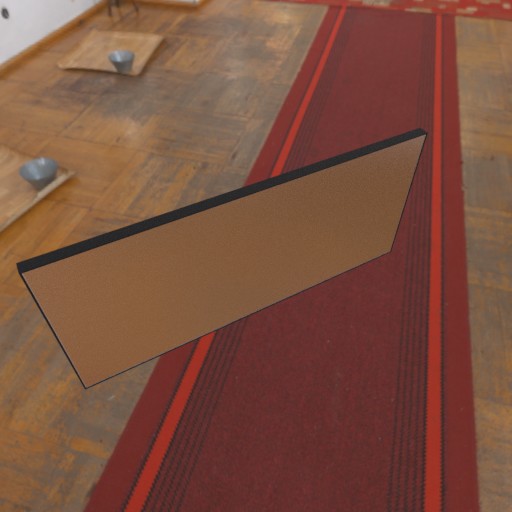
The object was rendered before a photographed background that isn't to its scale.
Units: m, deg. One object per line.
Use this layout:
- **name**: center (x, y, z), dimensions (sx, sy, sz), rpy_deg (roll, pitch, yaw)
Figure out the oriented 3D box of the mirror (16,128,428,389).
- **mirror**: center (0.000, 0.000, 1.800), dimensions (1.584, 0.692, 0.047), rpy_deg (-22, 50, -20)
